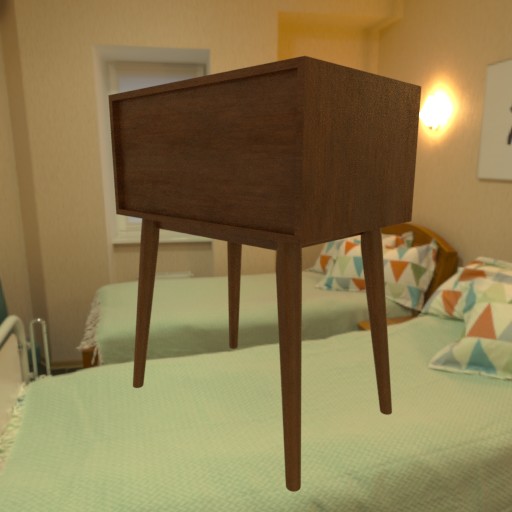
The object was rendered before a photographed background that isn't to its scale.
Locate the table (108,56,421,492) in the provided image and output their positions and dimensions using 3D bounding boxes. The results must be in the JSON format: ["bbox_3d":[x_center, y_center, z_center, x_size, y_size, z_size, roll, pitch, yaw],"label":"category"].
[{"bbox_3d":[0.000,0.000,0.824,0.454,0.580,0.307,12,17,43],"label":"table"}]
